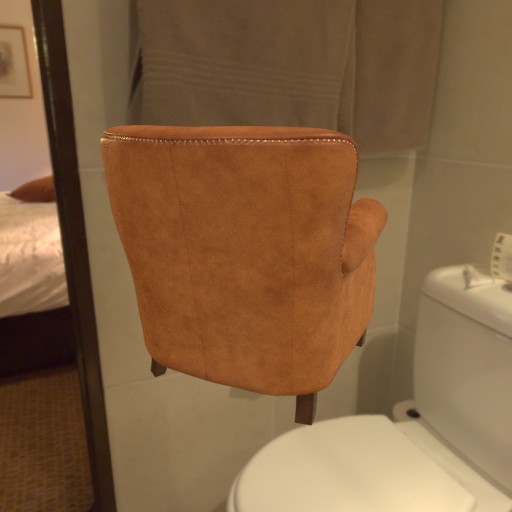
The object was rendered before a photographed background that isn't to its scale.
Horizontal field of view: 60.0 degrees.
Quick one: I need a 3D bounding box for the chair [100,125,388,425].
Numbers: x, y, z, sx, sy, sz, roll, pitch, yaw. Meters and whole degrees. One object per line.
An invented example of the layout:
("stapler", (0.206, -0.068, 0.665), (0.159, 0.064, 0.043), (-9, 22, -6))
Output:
("chair", (0.000, 0.000, 1.645), (0.861, 0.936, 0.921), (9, 19, 28))
